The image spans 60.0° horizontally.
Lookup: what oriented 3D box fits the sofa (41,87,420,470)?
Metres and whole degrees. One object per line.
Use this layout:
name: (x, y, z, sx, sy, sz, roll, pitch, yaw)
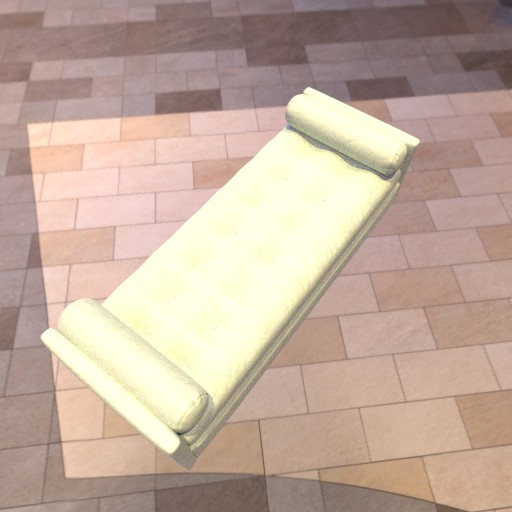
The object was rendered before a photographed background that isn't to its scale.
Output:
sofa: (0.000, 0.000, 2.458, 0.796, 0.705, 2.102, 33, 64, 18)
